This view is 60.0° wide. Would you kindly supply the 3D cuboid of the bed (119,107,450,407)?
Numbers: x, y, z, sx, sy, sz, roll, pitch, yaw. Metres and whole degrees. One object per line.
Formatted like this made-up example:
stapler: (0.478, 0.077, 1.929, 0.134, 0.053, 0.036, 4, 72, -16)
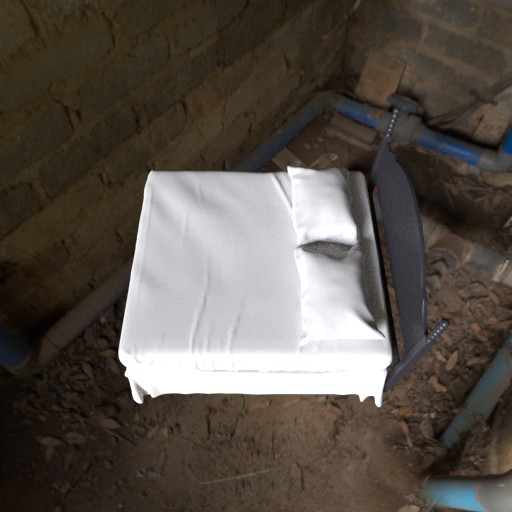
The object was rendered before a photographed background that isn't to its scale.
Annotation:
bed: (0.000, 0.000, 3.268, 2.040, 1.356, 1.873, 0, 59, 0)
